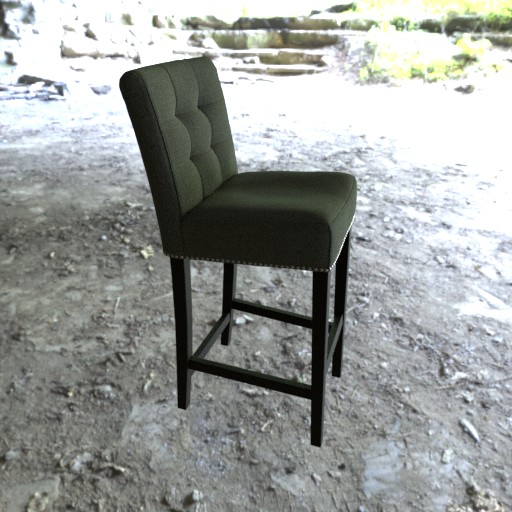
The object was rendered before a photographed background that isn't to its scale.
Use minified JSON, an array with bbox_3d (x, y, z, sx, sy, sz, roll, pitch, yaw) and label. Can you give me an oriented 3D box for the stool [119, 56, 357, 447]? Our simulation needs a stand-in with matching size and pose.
[{"bbox_3d":[0.000,0.000,1.317,0.548,1.047,0.411,10,30,18],"label":"stool"}]
